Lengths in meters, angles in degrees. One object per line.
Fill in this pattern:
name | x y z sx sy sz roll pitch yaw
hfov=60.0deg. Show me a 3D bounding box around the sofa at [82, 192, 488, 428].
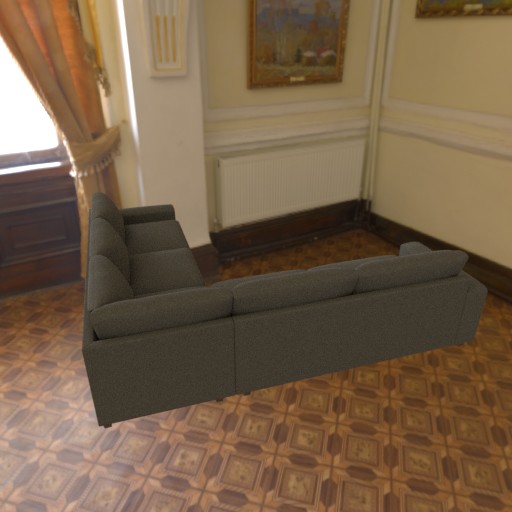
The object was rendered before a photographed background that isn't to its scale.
sofa | 0.000 0.000 4.644 3.277 0.965 2.895 -8 28 -16
